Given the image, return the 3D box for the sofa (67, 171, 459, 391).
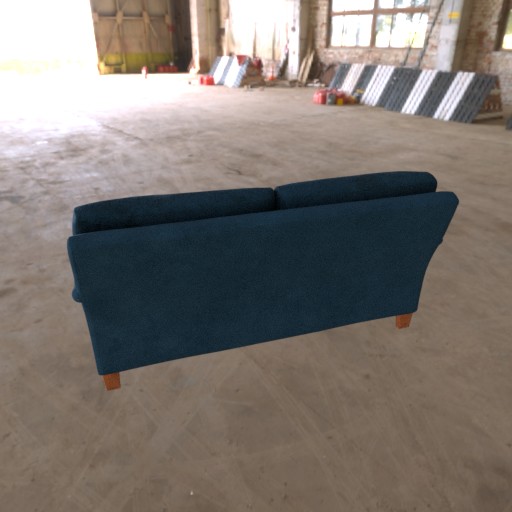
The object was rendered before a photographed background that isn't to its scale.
[{"bbox_3d":[0.000,0.000,2.832,2.141,1.101,1.084,-8,28,-16],"label":"sofa"}]
